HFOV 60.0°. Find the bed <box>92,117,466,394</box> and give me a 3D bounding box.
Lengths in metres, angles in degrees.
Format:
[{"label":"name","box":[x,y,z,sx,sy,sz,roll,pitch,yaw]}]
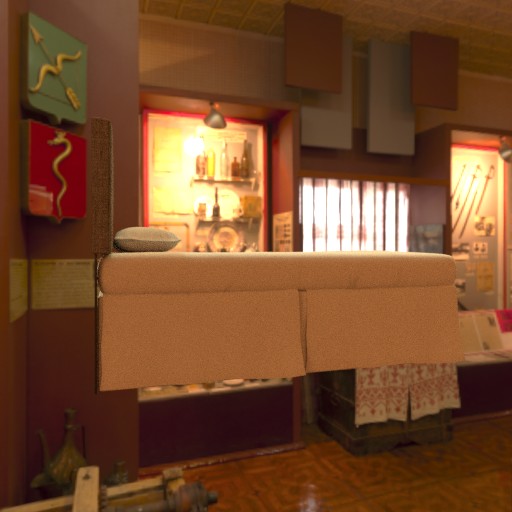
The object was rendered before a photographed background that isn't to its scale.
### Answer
[{"label":"bed","box":[0.000,0.000,2.901,1.958,1.168,1.621,0,0,-18]}]
